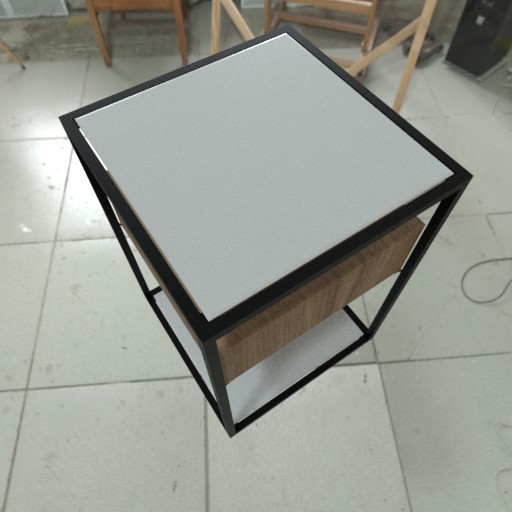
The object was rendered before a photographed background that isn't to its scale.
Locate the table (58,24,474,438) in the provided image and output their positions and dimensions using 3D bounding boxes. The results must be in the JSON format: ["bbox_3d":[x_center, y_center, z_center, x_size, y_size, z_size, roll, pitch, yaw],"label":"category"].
[{"bbox_3d":[0.000,0.000,0.790,0.378,0.540,0.378,-30,63,-17],"label":"table"}]
